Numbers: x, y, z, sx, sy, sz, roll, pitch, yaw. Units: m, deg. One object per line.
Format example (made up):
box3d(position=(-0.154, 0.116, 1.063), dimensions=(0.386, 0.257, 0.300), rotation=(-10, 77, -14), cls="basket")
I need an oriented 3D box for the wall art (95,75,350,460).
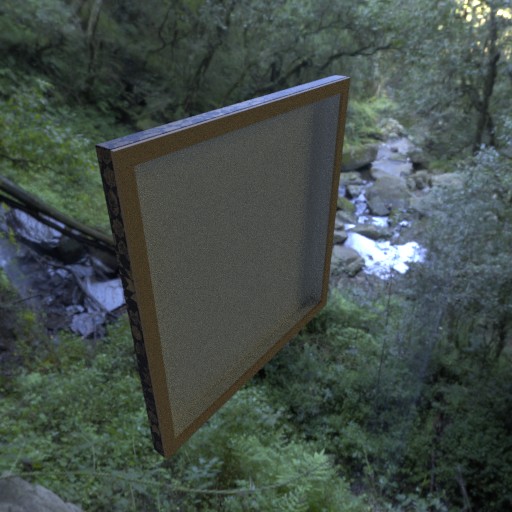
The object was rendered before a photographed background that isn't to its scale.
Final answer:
box3d(position=(0.000, 0.000, 0.908), dimensions=(0.038, 0.612, 0.612), rotation=(22, 38, 31), cls="wall art")
